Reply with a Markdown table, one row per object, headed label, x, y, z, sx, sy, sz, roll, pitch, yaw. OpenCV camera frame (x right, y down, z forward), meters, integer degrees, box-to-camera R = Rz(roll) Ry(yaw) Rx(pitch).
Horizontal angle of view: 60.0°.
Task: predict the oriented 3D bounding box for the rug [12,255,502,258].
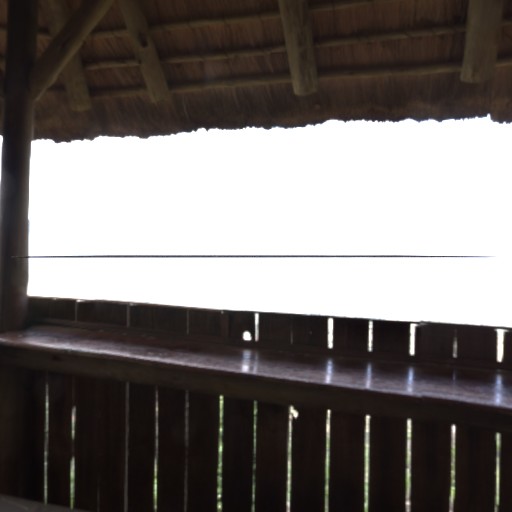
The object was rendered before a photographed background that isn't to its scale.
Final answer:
| label | x | y | z | sx | sy | sz | roll | pitch | yaw |
| --- | --- | --- | --- | --- | --- | --- | --- | --- | --- |
| rug | 0.000 | 0.000 | 2.949 | 2.438 | 0.008 | 1.523 | 0 | 0 | -2 |
